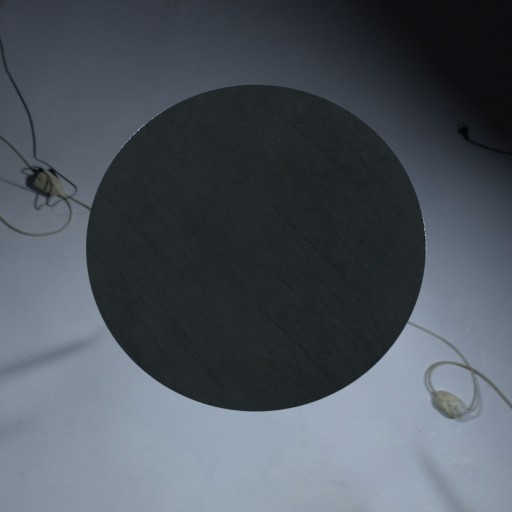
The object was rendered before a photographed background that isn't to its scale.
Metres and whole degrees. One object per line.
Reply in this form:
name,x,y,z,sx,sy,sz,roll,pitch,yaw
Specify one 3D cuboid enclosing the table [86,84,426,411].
table,0.000,0.000,1.265,0.800,0.450,0.800,0,76,0
